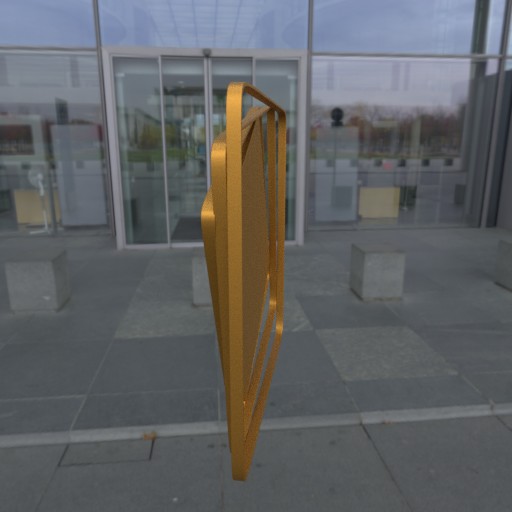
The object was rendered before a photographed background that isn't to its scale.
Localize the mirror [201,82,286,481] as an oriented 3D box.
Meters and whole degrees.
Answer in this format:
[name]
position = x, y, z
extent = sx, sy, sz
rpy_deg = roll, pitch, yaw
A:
[mirror]
position = 0.000, 0.000, 0.694
extent = 0.045, 0.468, 0.470
rpy_deg = 2, 14, 9
